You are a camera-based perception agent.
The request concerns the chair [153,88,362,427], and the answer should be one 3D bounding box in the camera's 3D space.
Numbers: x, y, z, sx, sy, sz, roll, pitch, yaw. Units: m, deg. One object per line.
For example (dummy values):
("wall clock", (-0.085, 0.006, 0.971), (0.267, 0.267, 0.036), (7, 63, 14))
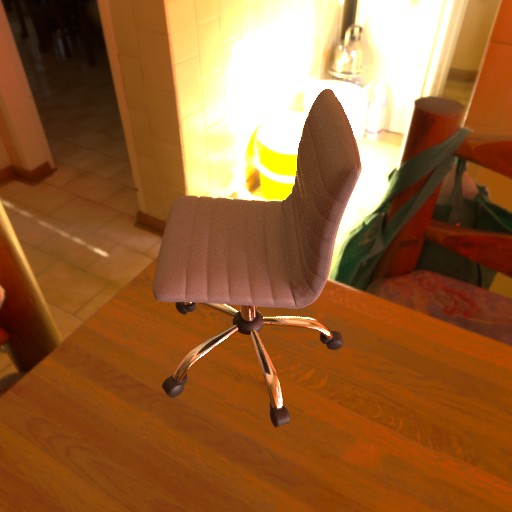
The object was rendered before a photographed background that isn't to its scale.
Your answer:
("chair", (0.000, 0.000, 1.157), (0.542, 0.750, 0.569), (-1, 41, -1))
